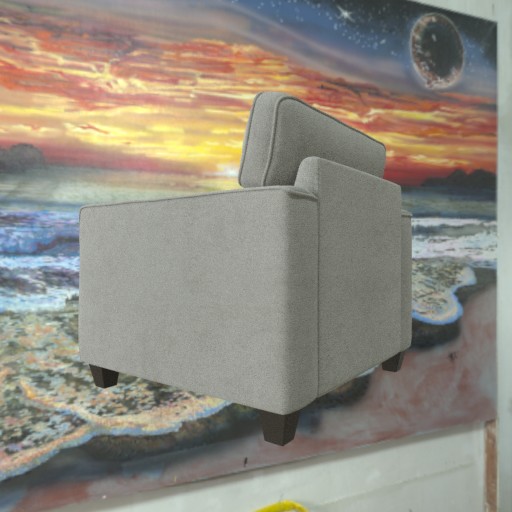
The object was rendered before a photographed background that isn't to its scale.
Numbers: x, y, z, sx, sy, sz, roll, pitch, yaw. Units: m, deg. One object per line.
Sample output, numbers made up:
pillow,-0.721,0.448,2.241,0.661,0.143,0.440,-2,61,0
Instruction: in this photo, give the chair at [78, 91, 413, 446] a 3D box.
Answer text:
chair,0.000,0.000,1.751,0.939,0.965,1.015,1,1,36
